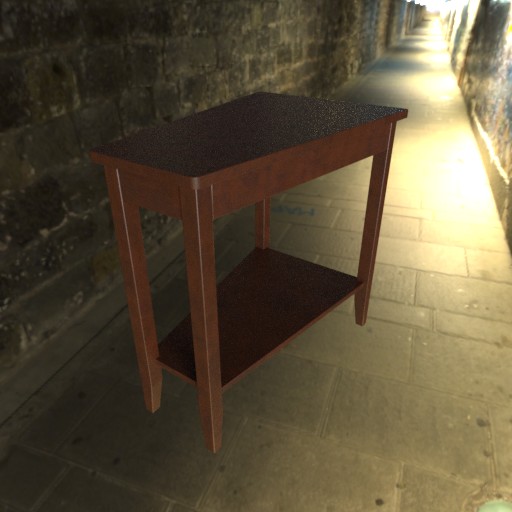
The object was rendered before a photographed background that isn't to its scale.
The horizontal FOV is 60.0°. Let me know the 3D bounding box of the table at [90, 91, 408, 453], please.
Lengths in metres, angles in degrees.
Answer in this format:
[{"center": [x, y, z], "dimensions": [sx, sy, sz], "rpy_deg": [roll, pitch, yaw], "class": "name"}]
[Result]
[{"center": [0.000, 0.000, 1.001], "dimensions": [0.399, 0.589, 0.605], "rpy_deg": [19, 35, 30], "class": "table"}]
